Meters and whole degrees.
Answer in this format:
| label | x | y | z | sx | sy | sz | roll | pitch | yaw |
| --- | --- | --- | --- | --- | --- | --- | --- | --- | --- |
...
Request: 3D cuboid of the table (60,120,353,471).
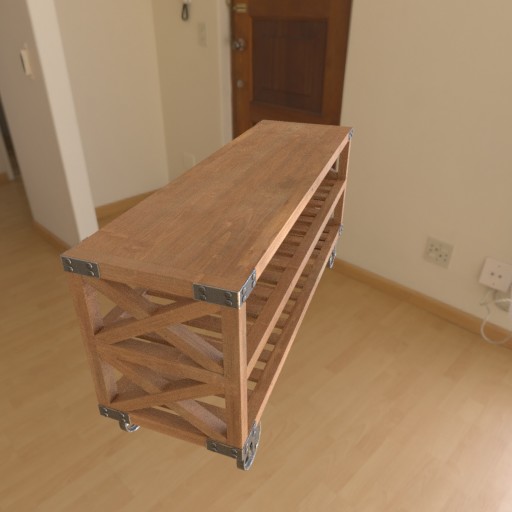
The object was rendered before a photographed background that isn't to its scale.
| label | x | y | z | sx | sy | sz | roll | pitch | yaw |
| --- | --- | --- | --- | --- | --- | --- | --- | --- | --- |
| table | 0.000 | 0.000 | 1.757 | 0.467 | 0.711 | 1.487 | 10 | 31 | 17 |
